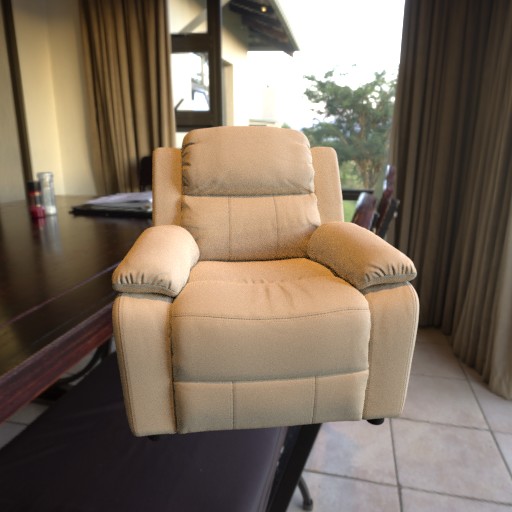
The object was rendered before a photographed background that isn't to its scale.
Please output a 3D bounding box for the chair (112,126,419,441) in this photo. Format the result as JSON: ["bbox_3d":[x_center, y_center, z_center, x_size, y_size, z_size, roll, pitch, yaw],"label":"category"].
[{"bbox_3d":[0.000,0.000,1.233,0.680,0.702,0.709,-2,16,-6],"label":"chair"}]
